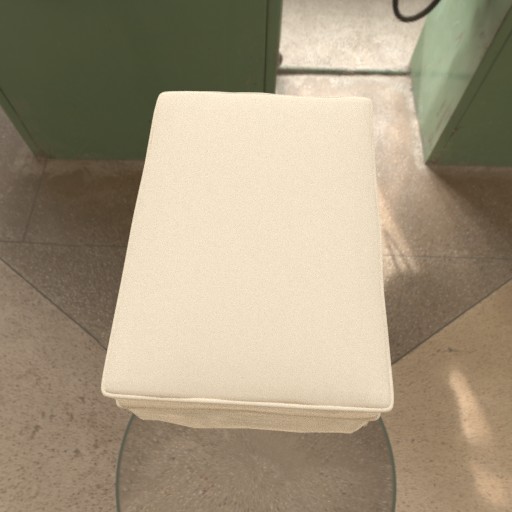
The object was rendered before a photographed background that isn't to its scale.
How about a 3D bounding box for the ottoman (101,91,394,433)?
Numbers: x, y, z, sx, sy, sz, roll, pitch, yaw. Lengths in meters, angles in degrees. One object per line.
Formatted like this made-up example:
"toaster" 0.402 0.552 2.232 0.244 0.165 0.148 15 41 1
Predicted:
"ottoman" 0.000 0.000 1.315 0.703 0.479 0.944 3 65 1
